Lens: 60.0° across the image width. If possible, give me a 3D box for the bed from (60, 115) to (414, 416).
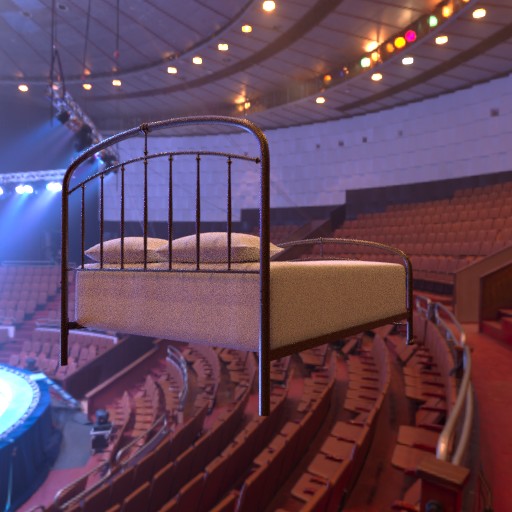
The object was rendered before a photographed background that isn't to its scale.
[{"bbox_3d":[0.000,0.000,3.344,1.711,1.475,2.168,-1,-1,36],"label":"bed"}]
